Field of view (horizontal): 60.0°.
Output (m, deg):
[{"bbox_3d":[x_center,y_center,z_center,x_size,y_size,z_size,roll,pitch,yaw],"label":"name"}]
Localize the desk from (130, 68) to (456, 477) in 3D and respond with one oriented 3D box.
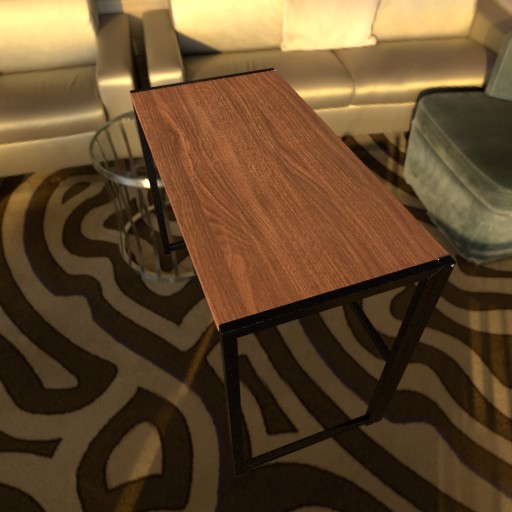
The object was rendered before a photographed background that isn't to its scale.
[{"bbox_3d":[0.000,0.000,1.455,0.508,0.762,1.016,-15,48,-14],"label":"desk"}]
